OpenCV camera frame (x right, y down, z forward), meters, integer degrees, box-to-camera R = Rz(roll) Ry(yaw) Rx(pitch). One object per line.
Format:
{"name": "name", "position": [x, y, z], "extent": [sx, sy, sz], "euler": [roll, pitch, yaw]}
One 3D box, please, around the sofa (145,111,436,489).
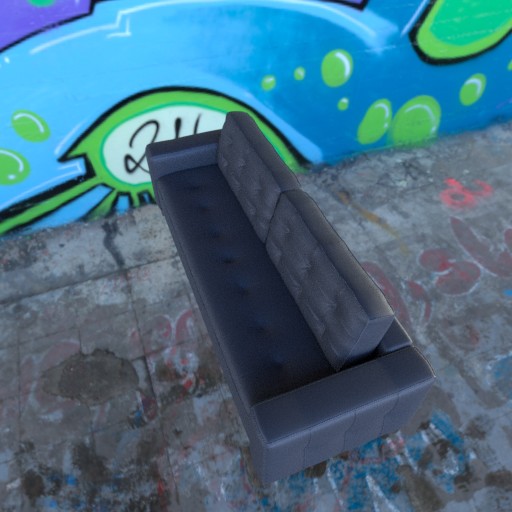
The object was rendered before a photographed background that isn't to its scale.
{"name": "sofa", "position": [0.000, 0.000, 2.653], "extent": [0.833, 0.893, 2.275], "euler": [-16, 49, -14]}
